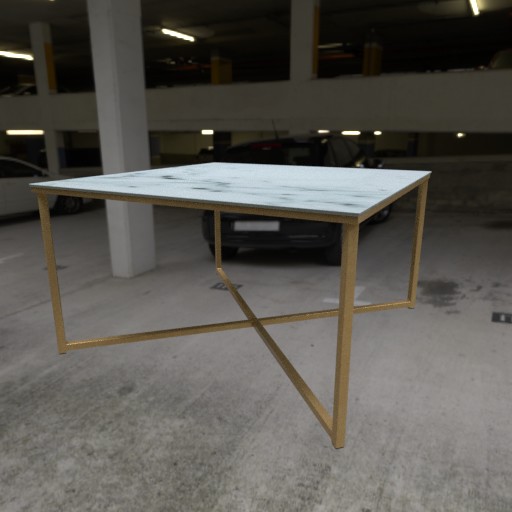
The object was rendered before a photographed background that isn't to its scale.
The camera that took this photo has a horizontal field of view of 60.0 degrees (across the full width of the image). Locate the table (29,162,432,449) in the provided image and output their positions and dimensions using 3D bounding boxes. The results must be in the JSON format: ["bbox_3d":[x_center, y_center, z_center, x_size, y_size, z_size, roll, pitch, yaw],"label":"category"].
[{"bbox_3d":[0.000,0.000,1.273,0.800,0.450,0.800,8,18,27],"label":"table"}]
